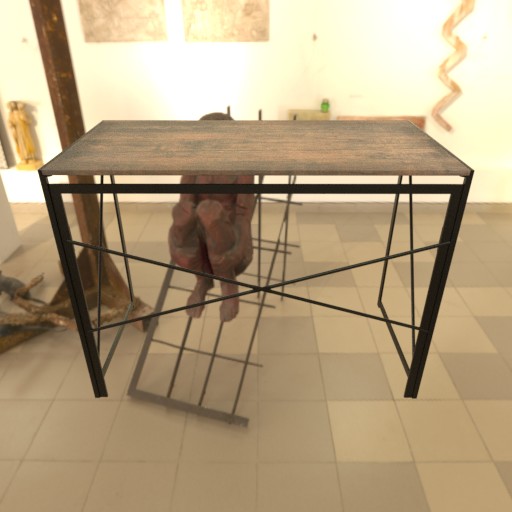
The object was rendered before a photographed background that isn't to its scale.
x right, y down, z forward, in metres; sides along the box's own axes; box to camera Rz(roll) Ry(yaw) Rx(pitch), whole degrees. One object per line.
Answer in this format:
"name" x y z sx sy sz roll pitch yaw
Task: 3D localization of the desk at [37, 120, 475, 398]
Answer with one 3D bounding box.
"desk" 0.000 0.000 1.433 1.015 0.747 0.505 0 30 0
